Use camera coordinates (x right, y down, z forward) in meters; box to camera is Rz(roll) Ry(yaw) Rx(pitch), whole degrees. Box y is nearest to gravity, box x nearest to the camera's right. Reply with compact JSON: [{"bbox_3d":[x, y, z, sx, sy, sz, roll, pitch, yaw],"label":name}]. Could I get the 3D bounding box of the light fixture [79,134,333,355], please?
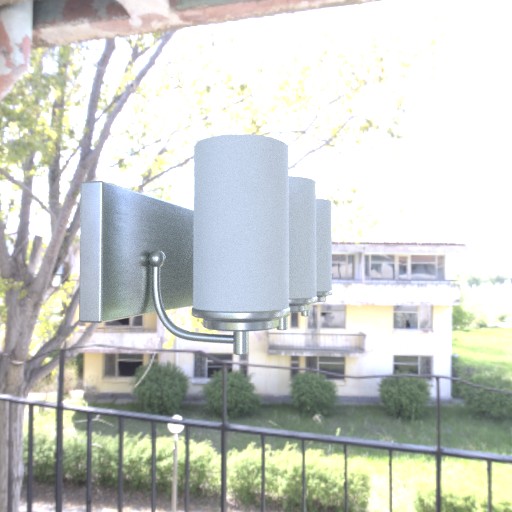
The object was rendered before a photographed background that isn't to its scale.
[{"bbox_3d":[0.000,0.000,0.527,0.145,0.172,0.451,-1,-2,16],"label":"light fixture"}]
